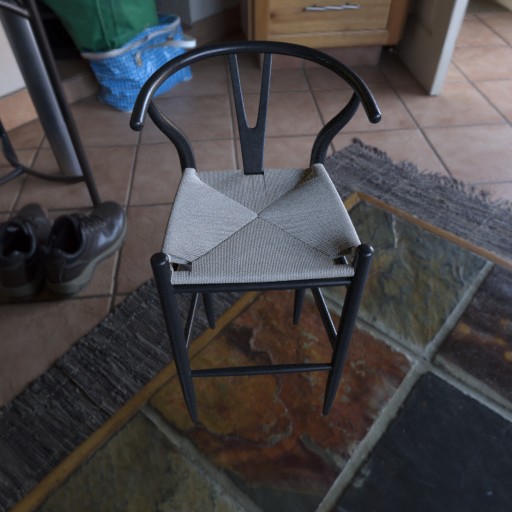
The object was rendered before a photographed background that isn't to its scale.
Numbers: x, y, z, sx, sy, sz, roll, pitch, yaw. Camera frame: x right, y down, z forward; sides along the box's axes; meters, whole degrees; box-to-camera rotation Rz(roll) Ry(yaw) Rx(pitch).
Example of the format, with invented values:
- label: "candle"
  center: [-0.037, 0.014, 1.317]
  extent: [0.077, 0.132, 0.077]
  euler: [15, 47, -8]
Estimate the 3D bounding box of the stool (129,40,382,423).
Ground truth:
- label: "stool"
  center: [0.000, 0.000, 1.369]
  extent: [0.569, 1.072, 0.579]
  euler: [-2, 46, -2]
